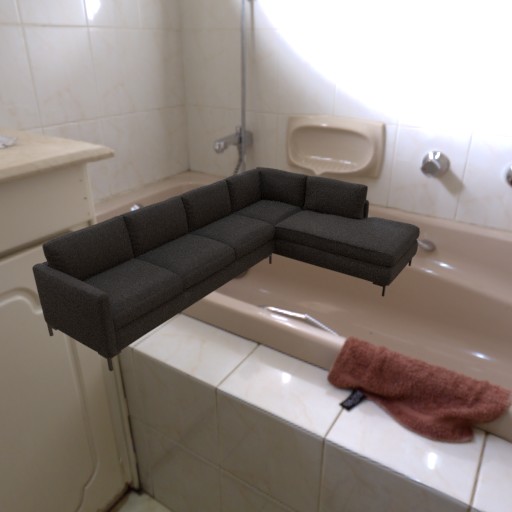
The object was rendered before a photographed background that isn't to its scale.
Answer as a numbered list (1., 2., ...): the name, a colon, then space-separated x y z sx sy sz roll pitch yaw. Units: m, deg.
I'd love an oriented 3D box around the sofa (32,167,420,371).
1. sofa: 0.000 0.000 3.878 2.007 0.815 2.949 17 30 31
